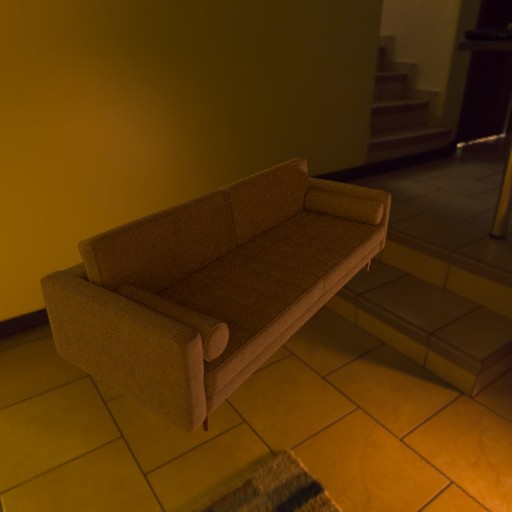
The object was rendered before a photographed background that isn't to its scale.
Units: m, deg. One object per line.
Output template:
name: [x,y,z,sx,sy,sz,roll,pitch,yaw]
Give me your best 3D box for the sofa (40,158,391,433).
sofa: [0.000,0.000,2.674,0.919,0.770,2.200,17,30,31]
